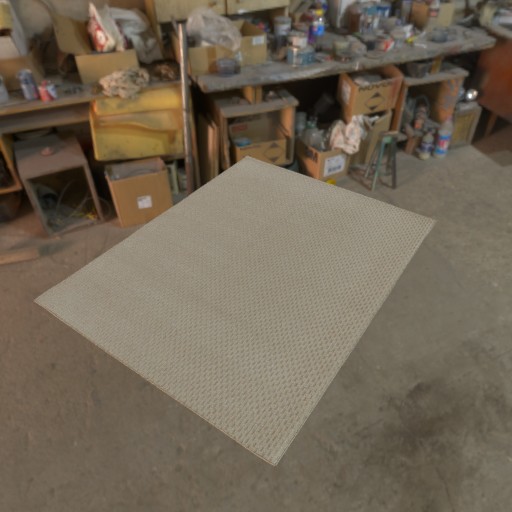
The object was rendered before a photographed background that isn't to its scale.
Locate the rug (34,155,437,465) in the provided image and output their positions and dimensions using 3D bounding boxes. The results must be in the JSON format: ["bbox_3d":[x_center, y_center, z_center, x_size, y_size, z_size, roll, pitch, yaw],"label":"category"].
[{"bbox_3d":[0.000,0.000,3.904,2.277,0.035,2.897,24,46,26],"label":"rug"}]
